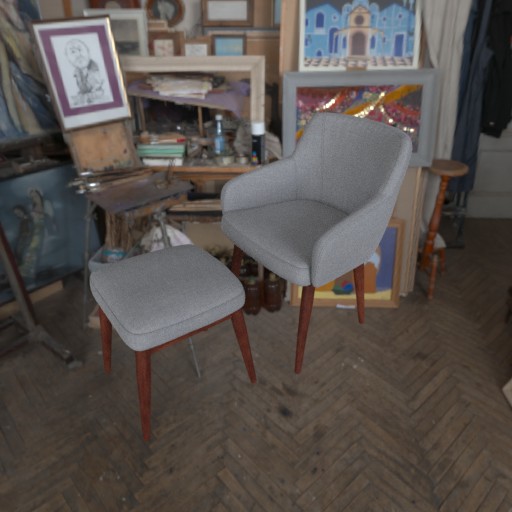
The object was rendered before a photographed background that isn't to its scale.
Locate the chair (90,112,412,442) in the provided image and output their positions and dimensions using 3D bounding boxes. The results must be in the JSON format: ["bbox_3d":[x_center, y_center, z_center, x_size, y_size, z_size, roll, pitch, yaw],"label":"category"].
[{"bbox_3d":[0.000,0.000,1.575,1.107,0.799,0.584,-20,36,-30],"label":"chair"}]
